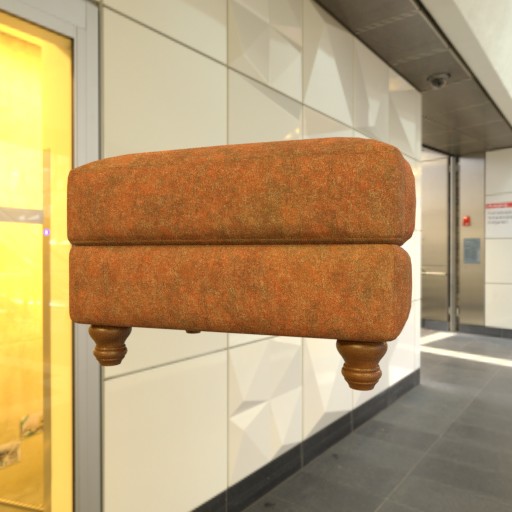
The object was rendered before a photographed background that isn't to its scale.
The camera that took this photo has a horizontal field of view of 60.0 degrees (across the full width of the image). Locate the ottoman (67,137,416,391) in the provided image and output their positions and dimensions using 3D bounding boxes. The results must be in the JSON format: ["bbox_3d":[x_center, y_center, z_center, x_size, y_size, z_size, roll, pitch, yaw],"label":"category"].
[{"bbox_3d":[0.000,0.000,1.161,0.787,0.508,0.635,0,0,18],"label":"ottoman"}]
